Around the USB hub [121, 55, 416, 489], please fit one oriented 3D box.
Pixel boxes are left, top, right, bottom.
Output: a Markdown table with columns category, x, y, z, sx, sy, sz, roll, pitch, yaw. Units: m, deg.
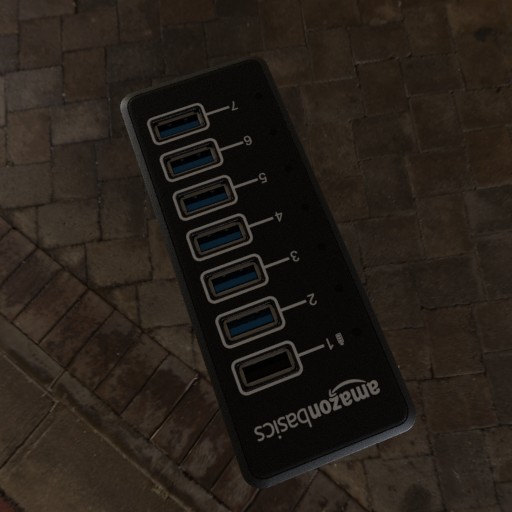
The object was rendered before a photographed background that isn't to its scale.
| category | x | y | z | sx | sy | sz | roll | pitch | yaw |
| --- | --- | --- | --- | --- | --- | --- | --- | --- | --- |
| USB hub | 0.000 | 0.000 | 0.126 | 0.044 | 0.023 | 0.110 | -20 | 77 | -5 |
